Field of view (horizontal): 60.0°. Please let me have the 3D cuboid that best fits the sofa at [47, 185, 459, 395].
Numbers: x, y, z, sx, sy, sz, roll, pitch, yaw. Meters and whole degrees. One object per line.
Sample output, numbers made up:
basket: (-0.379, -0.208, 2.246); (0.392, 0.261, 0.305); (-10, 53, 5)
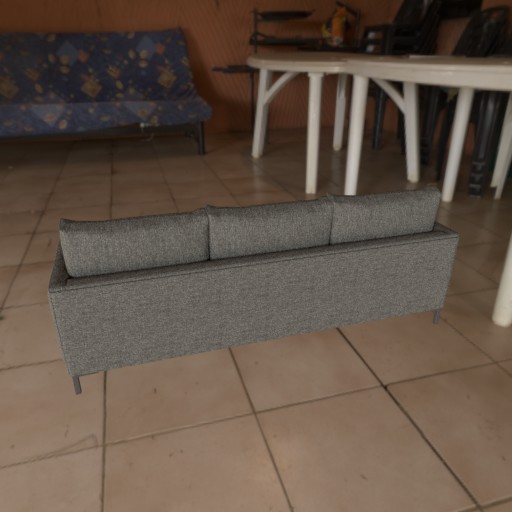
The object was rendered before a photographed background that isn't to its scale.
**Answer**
sofa: (0.000, 0.000, 2.726); (2.253, 0.879, 0.876); (-7, 26, -15)
